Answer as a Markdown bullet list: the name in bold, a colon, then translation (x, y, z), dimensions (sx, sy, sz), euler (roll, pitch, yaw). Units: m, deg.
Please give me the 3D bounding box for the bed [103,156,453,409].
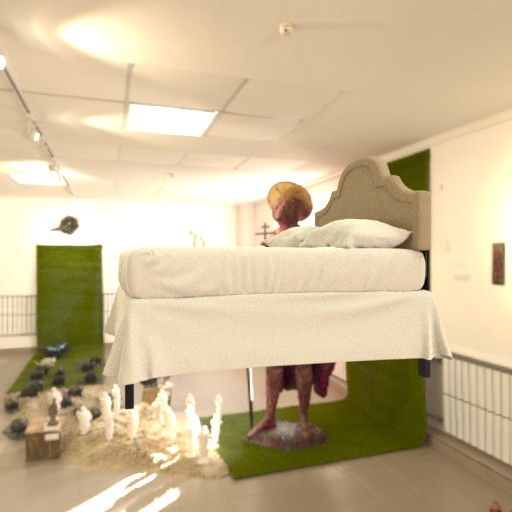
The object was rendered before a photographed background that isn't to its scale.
- **bed**: translation (0.000, 0.000, 3.402), dimensions (2.222, 1.634, 1.780), euler (0, 0, -19)
